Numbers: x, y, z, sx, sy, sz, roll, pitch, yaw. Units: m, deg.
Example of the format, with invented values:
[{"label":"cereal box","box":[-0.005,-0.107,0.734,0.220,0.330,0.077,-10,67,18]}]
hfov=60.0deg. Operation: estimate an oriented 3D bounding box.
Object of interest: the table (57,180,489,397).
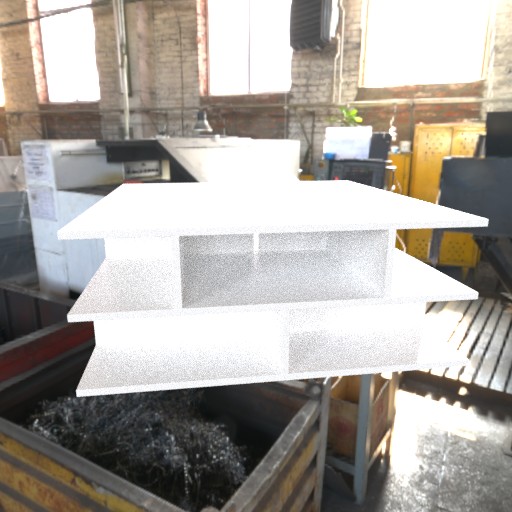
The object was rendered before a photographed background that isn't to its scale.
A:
[{"label":"table","box":[0.000,0.000,1.079,0.700,0.289,0.700,-2,15,-8]}]
